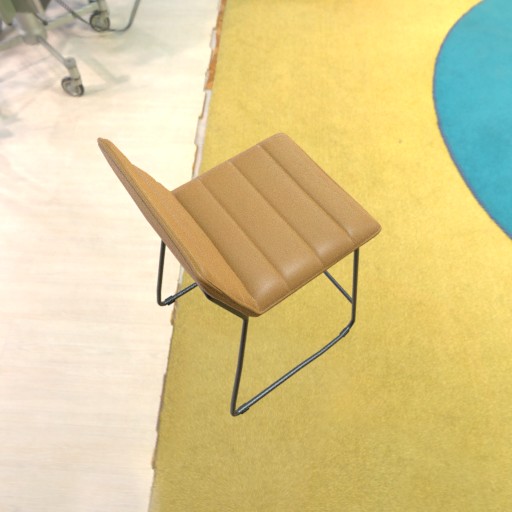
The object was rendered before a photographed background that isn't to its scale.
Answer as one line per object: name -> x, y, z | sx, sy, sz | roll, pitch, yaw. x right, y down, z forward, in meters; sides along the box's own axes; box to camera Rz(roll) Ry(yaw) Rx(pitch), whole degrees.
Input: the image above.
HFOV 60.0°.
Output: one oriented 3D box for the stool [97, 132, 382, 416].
stool -> 0.000, 0.000, 1.206 | 0.524, 0.866, 0.489 | -32, 65, -17
